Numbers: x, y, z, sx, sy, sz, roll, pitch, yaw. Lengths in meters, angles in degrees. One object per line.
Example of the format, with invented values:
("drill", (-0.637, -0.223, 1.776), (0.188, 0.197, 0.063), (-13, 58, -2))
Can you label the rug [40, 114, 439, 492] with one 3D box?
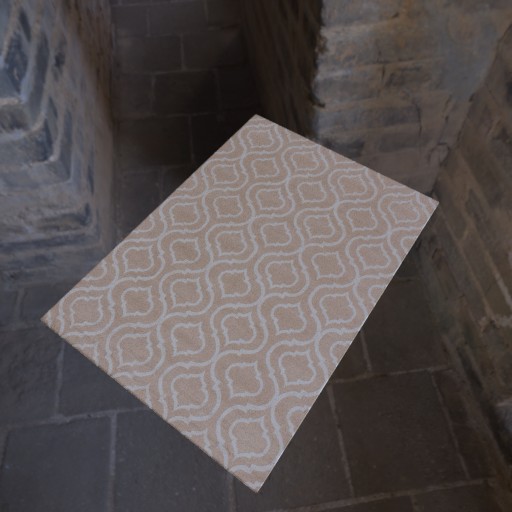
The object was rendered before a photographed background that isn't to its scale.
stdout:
("rug", (0.000, 0.000, 2.767), (1.524, 0.010, 2.134), (31, 63, 18))
